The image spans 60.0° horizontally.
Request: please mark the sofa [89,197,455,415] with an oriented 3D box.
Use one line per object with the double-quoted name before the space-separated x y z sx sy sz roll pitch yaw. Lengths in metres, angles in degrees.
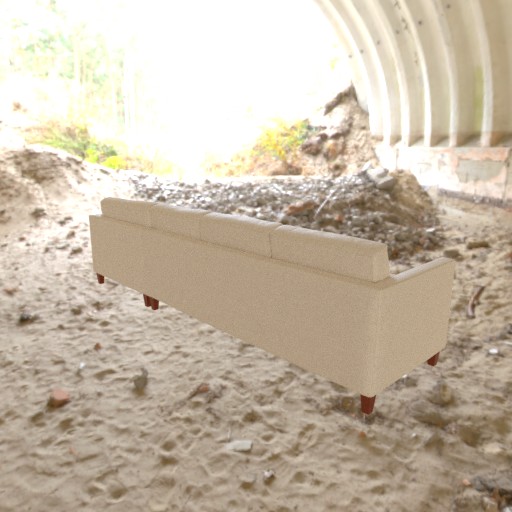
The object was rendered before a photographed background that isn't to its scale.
"sofa" 0.000 0.000 4.033 1.606 0.954 3.471 -13 19 -42
